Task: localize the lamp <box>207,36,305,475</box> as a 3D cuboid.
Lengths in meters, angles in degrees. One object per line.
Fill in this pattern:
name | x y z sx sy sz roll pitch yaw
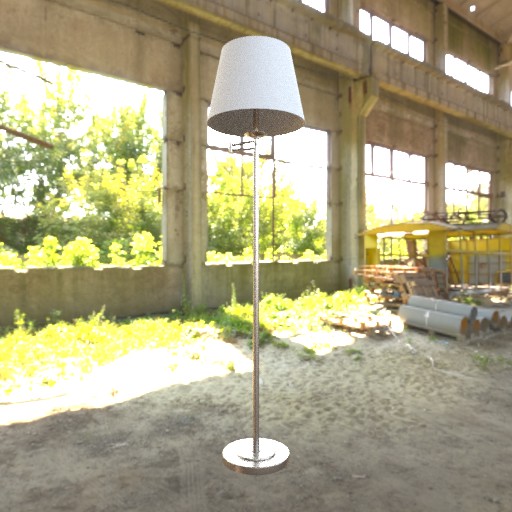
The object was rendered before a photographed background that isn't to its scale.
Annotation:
lamp | 0.000 0.000 1.609 0.355 1.473 0.355 0 0 0
